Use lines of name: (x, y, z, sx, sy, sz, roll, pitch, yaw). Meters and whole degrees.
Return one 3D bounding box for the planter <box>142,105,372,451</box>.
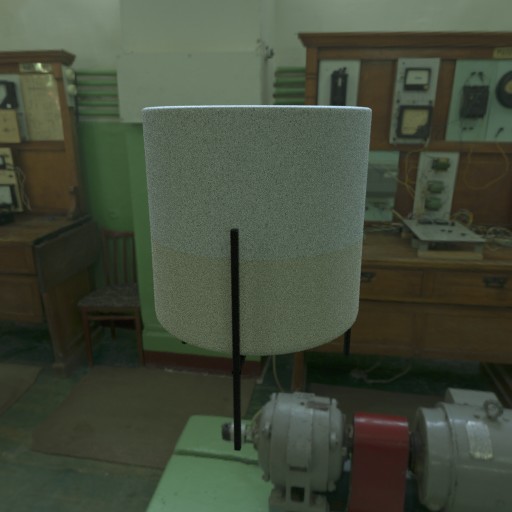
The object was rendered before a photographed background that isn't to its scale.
planter: (0.000, 0.000, 0.666, 0.313, 0.423, 0.335, 2, 18, 7)
